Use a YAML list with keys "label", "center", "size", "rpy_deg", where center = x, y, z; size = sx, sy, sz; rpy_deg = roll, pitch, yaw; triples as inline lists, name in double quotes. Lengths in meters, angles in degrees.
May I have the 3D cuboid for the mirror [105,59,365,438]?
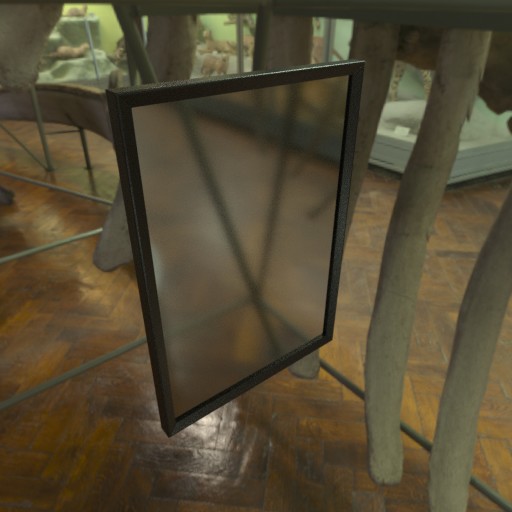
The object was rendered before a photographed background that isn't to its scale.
- label: "mirror"
  center: [0.000, 0.000, 0.919]
  size: [0.507, 0.710, 0.039]
  rpy_deg: [-22, 37, -32]
